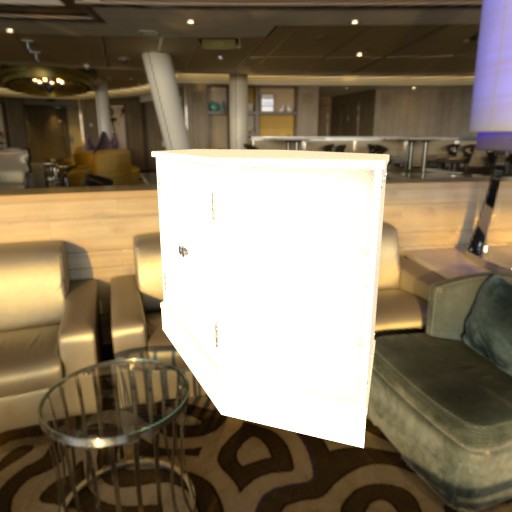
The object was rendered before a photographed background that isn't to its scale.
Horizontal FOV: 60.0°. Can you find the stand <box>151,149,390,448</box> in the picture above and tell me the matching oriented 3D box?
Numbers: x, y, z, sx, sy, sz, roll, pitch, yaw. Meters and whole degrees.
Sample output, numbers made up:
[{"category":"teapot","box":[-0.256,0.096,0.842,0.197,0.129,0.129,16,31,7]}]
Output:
[{"category":"stand","box":[0.000,0.000,1.351,0.477,0.614,1.072,-7,16,-25]}]
